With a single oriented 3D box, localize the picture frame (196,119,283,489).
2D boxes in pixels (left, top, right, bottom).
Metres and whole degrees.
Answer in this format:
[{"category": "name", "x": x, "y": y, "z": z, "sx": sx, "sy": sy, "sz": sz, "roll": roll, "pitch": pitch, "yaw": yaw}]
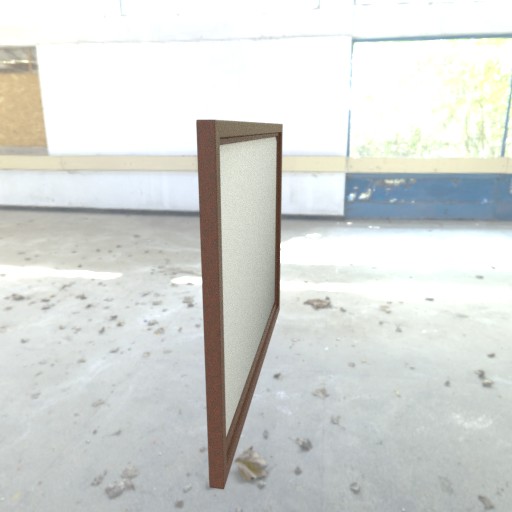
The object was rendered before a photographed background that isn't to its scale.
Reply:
[{"category": "picture frame", "x": 0.000, "y": 0.000, "z": 1.765, "sx": 0.045, "sy": 1.018, "sz": 1.329, "roll": 3, "pitch": 16, "yaw": 9}]
